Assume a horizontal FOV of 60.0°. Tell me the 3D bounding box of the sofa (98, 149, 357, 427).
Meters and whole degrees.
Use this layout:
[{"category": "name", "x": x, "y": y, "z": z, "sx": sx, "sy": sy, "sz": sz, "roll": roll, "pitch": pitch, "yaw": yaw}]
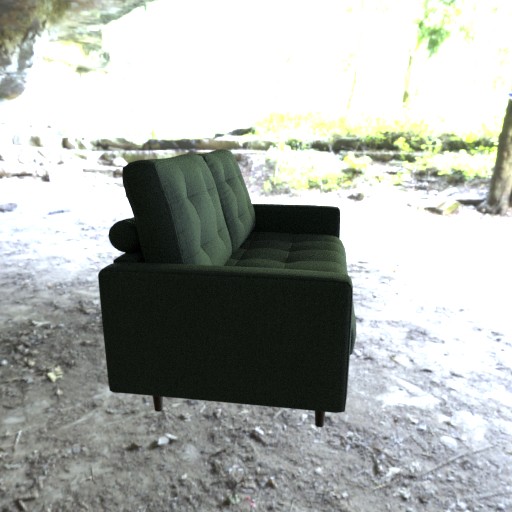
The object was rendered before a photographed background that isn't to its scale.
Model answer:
[{"category": "sofa", "x": 0.000, "y": 0.000, "z": 2.007, "sx": 0.842, "sy": 0.907, "sz": 1.407, "roll": 2, "pitch": 16, "yaw": 9}]
